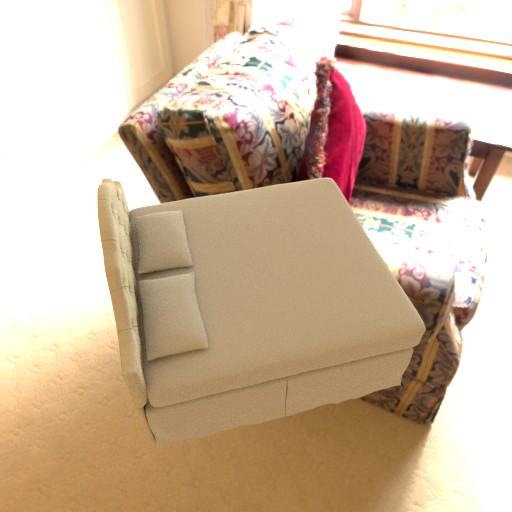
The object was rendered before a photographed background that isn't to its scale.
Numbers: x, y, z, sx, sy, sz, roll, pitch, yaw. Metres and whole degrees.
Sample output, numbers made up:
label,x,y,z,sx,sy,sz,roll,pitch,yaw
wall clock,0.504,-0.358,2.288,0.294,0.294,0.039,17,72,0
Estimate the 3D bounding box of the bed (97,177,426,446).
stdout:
label,x,y,z,sx,sy,sz,roll,pitch,yaw
bed,0.000,0.000,3.545,2.086,1.555,2.012,-11,47,-10
